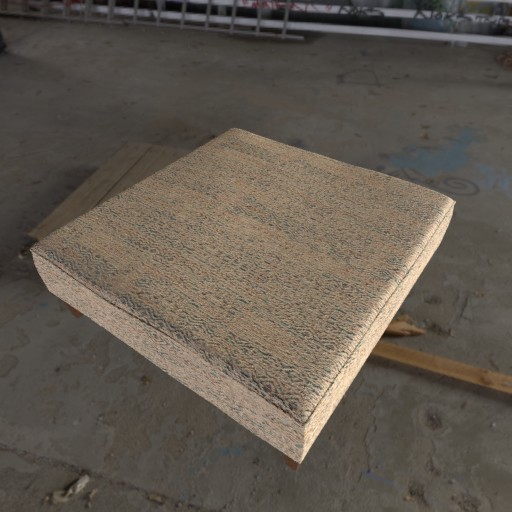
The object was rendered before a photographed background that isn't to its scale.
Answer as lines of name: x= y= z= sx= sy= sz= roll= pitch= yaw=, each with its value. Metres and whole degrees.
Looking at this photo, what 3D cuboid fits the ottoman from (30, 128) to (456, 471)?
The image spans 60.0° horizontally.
ottoman: x=0.000 y=0.000 z=1.500 sx=0.968 sy=0.356 sz=1.004 roll=25 pitch=47 yaw=26
